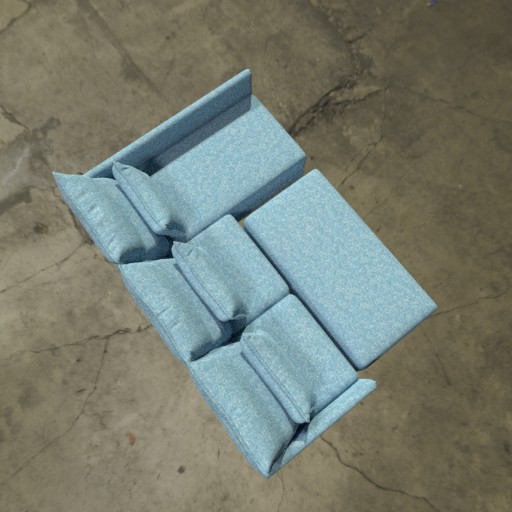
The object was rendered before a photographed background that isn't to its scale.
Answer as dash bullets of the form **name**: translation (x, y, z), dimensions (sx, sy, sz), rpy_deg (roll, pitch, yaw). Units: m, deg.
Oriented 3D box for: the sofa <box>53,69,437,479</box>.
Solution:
- **sofa**: translation (0.000, 0.000, 2.744), dimensions (1.420, 0.899, 2.034), rpy_deg (-36, 78, -9)
